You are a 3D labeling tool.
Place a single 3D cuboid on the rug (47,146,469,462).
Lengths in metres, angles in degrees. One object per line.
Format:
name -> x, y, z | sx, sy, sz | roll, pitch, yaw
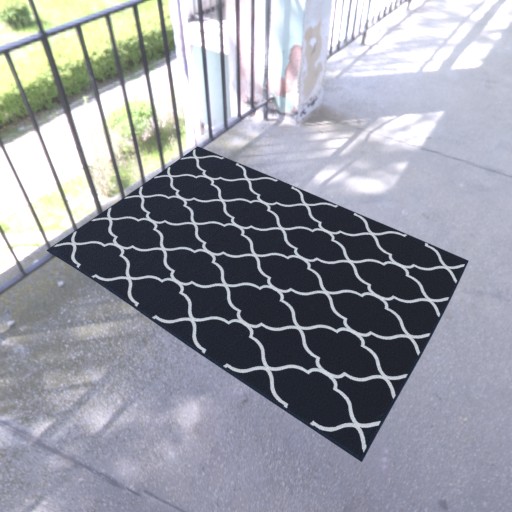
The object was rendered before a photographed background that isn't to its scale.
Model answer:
rug -> 0.000, 0.000, 2.869 | 2.290, 0.014, 1.526 | 27, 52, 24
